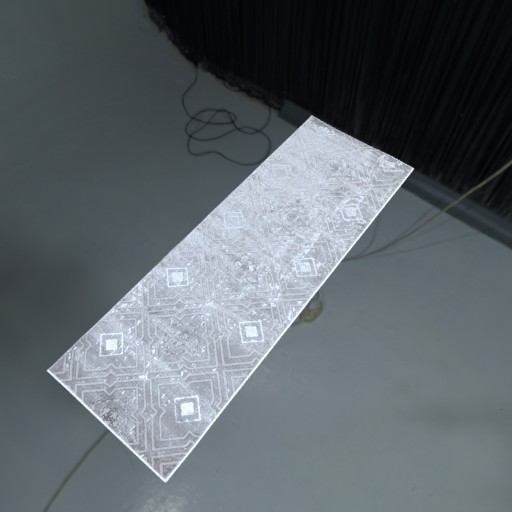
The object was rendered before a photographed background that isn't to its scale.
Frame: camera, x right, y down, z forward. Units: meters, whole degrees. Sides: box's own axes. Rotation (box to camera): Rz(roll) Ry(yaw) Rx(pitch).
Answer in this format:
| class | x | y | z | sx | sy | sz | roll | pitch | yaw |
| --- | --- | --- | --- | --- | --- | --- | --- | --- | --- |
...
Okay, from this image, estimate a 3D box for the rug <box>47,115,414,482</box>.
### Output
| class | x | y | z | sx | sy | sz | roll | pitch | yaw |
| --- | --- | --- | --- | --- | --- | --- | --- | --- | --- |
| rug | 0.000 | 0.000 | 2.606 | 0.832 | 0.035 | 2.381 | 34 | 64 | 19 |
